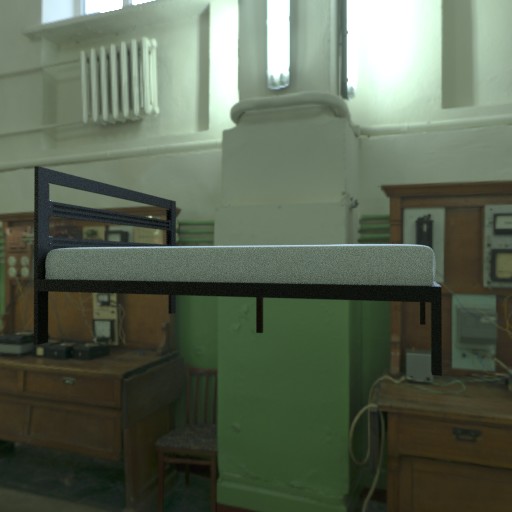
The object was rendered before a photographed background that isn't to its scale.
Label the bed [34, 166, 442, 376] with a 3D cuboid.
[{"bbox_3d":[0.000,0.000,2.808,2.062,0.967,1.524,0,-1,19],"label":"bed"}]
